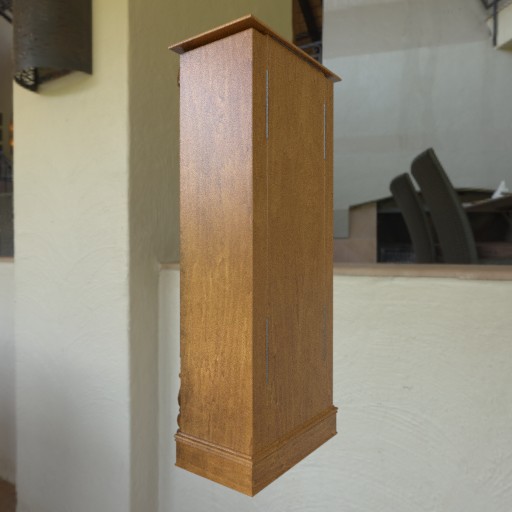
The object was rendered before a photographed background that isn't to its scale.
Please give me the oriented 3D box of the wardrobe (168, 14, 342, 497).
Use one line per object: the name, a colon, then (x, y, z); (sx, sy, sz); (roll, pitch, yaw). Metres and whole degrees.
wardrobe: (0.000, 0.000, 1.113); (0.273, 0.959, 0.406); (0, 1, 36)
